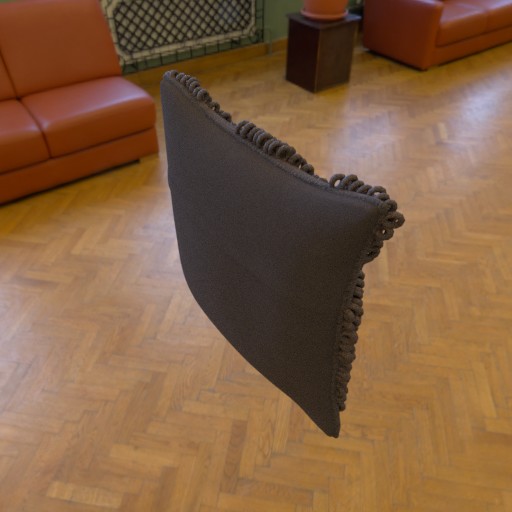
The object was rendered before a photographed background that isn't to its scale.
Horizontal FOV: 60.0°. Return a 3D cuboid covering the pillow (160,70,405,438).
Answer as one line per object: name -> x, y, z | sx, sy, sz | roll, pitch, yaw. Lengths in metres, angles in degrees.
pillow -> 0.000, 0.000, 0.715 | 0.172, 0.467, 0.470 | -27, 49, -26
